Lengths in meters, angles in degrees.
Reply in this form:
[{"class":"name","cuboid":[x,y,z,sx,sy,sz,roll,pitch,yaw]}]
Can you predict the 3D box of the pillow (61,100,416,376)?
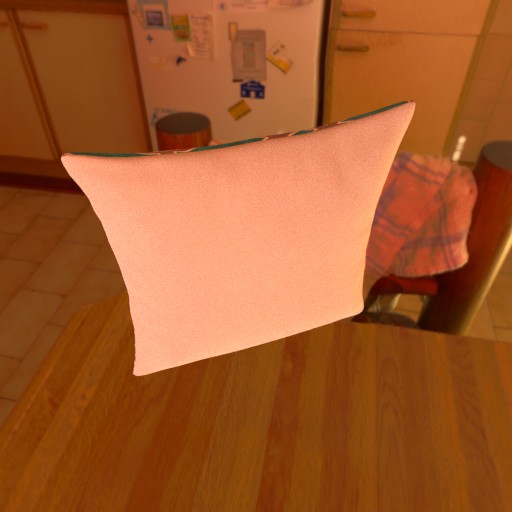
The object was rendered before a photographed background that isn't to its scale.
[{"class":"pillow","cuboid":[0.000,0.000,0.796,0.526,0.507,0.166,-13,44,-14]}]
